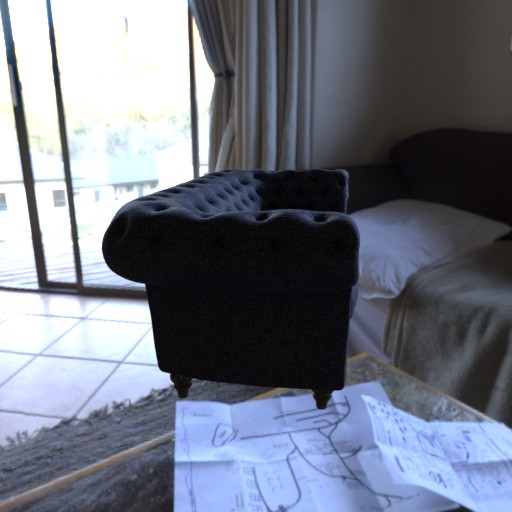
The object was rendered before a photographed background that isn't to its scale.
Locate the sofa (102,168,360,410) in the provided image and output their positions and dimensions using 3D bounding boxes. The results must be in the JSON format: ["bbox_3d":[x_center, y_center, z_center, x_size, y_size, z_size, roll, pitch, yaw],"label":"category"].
[{"bbox_3d":[0.000,0.000,2.478,1.082,0.833,1.988,3,16,10],"label":"sofa"}]
